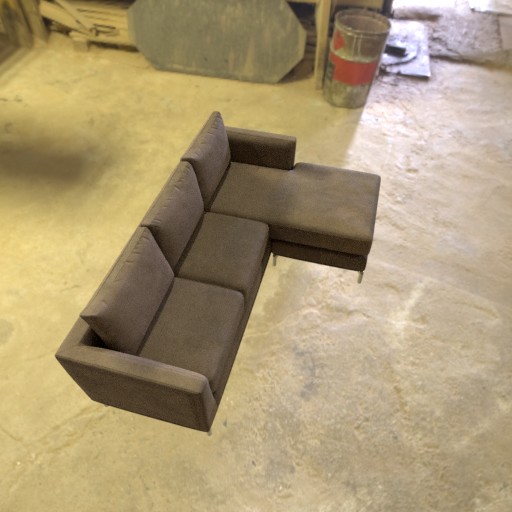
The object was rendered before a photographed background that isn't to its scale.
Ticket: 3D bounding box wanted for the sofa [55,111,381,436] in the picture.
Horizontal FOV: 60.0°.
[{"bbox_3d":[0.000,0.000,3.229,1.622,0.987,2.438,11,49,10],"label":"sofa"}]
